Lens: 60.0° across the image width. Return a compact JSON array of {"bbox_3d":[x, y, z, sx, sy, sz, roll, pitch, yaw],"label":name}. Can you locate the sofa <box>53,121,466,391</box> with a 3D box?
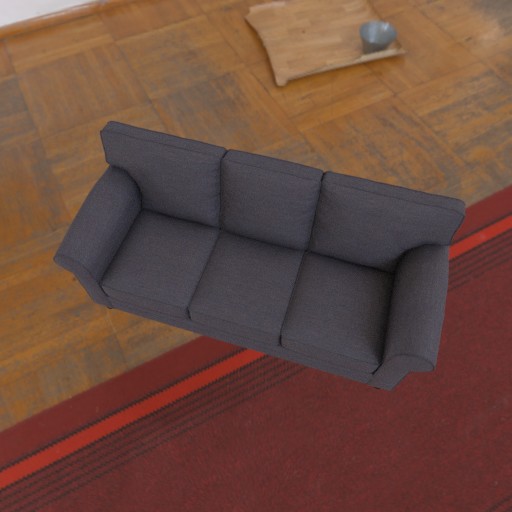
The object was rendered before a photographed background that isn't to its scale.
[{"bbox_3d":[0.000,0.000,2.610,2.084,0.966,0.909,15,60,9],"label":"sofa"}]
